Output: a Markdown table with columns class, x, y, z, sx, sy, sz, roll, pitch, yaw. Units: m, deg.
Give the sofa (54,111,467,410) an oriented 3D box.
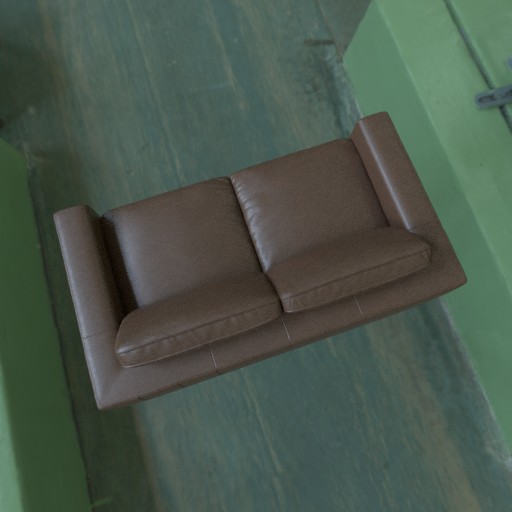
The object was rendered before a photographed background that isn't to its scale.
| class | x | y | z | sx | sy | sz | roll | pitch | yaw |
| --- | --- | --- | --- | --- | --- | --- | --- | --- | --- |
| sofa | 0.000 | 0.000 | 2.427 | 1.920 | 0.800 | 1.070 | -18 | 76 | -5 |
